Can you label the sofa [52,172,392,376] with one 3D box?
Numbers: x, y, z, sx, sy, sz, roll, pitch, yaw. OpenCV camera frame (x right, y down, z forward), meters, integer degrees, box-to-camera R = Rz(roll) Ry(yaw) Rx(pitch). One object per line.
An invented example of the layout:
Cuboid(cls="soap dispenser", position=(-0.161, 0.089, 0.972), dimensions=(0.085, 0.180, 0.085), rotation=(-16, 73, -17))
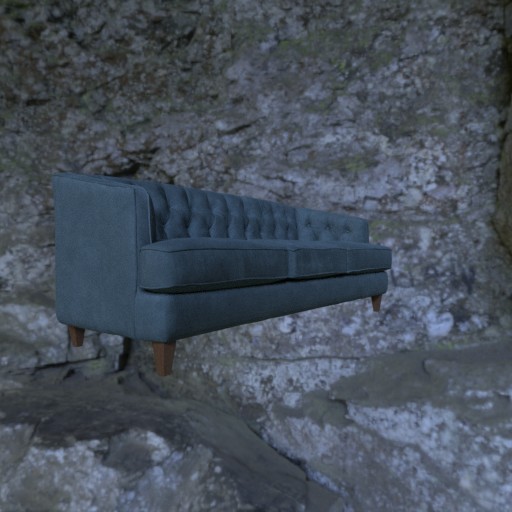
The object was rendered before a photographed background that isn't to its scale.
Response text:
Cuboid(cls="sofa", position=(0.000, 0.000, 2.705), dimensions=(0.941, 0.855, 2.278), rotation=(1, 1, 37))
